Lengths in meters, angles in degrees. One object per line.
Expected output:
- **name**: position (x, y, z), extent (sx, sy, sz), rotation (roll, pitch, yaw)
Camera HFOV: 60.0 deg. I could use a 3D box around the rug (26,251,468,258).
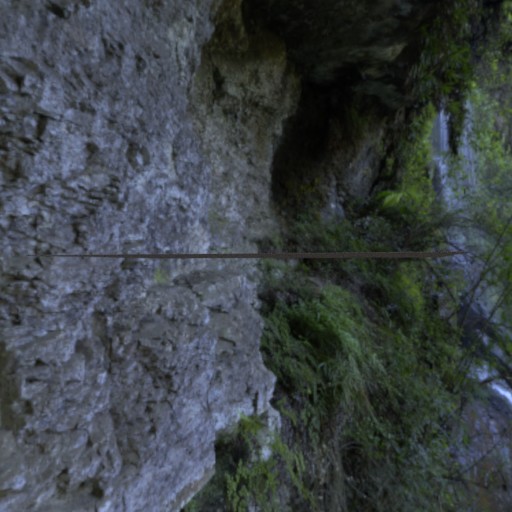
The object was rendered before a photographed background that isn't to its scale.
- **rug**: position (0.000, 0.000, 3.022), extent (2.440, 0.012, 1.522), rotation (0, -1, 18)
